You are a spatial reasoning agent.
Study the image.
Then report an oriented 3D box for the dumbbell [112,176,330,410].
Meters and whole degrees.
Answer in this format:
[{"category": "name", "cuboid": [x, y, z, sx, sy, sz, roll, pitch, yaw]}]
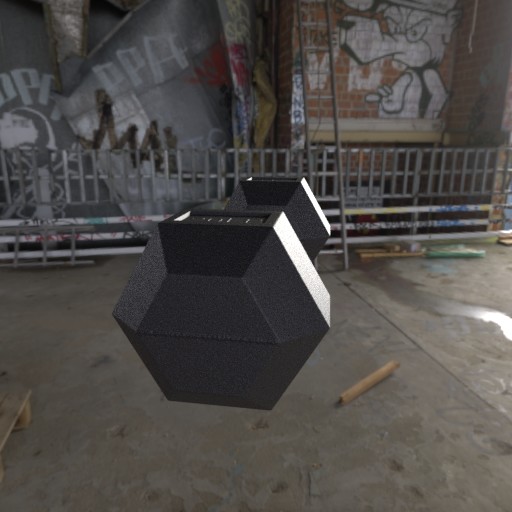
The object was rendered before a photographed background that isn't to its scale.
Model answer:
[{"category": "dumbbell", "cuboid": [0.000, 0.000, 0.352, 0.116, 0.101, 0.297, 2, 16, 9]}]
